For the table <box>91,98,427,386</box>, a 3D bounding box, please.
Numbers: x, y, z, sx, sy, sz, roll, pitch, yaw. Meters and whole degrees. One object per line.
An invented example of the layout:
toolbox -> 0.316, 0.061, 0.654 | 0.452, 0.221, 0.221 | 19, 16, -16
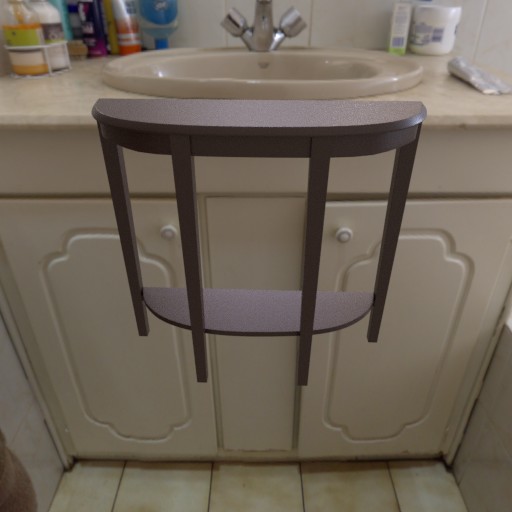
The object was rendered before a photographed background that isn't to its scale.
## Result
table -> 0.000, 0.000, 1.308 | 0.909, 0.831, 0.274 | 1, 32, 2
